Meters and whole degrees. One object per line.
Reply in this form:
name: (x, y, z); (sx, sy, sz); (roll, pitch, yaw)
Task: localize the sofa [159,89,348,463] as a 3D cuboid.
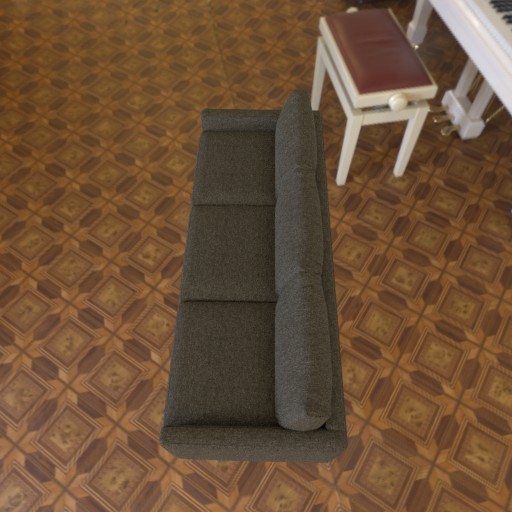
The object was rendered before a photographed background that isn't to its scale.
sofa: (0.000, 0.000, 2.711); (0.876, 0.879, 2.253); (1, 58, 1)
